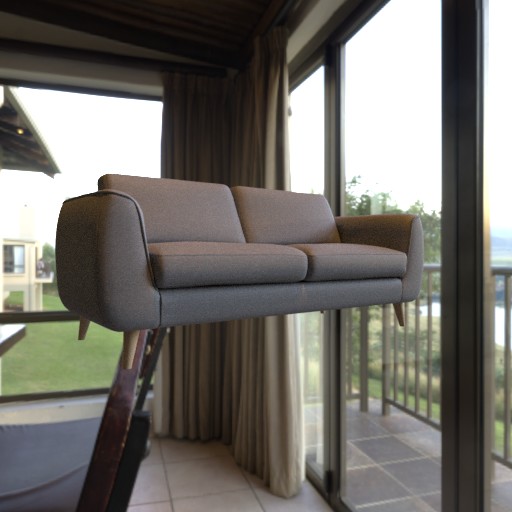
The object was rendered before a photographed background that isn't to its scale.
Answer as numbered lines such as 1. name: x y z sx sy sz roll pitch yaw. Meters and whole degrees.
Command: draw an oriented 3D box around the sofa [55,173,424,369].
1. sofa: 0.000 0.000 2.556 2.000 0.870 0.920 0 1 -35
